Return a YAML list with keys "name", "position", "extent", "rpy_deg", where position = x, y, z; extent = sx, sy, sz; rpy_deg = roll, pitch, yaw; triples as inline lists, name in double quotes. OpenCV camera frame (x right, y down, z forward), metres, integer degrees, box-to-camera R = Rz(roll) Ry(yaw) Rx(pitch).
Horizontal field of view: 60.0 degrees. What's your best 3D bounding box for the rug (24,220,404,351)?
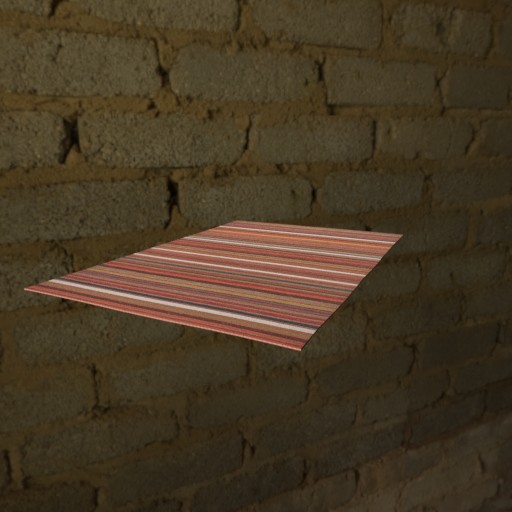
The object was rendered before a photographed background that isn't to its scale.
- name: "rug"
  position: [0.000, 0.000, 2.340]
  extent: [1.217, 0.007, 1.828]
  rpy_deg: [7, 16, 26]
